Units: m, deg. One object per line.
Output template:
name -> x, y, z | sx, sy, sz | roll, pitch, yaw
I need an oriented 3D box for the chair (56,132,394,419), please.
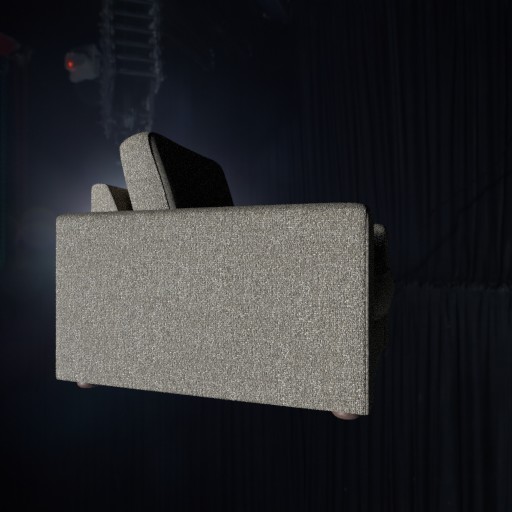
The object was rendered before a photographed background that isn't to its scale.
chair -> 0.000, 0.000, 1.716 | 1.016, 0.873, 1.005 | 0, 0, 19
